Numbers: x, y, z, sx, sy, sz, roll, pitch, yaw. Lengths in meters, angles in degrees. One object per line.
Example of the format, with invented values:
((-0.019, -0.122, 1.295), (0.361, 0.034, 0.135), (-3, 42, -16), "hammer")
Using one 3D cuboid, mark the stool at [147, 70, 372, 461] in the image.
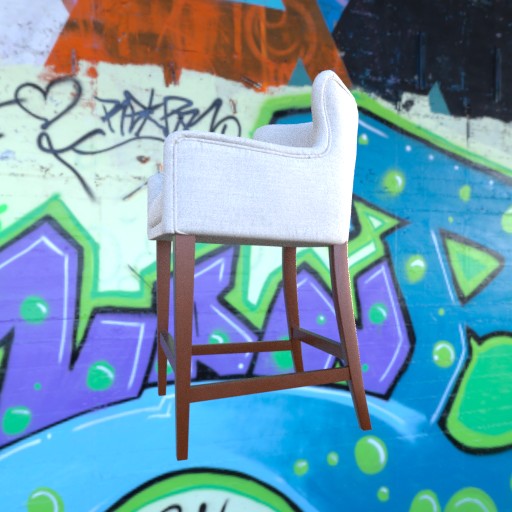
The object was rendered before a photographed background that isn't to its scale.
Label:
((0.000, 0.000, 1.401), (0.637, 0.987, 0.615), (0, 0, -17), "stool")
